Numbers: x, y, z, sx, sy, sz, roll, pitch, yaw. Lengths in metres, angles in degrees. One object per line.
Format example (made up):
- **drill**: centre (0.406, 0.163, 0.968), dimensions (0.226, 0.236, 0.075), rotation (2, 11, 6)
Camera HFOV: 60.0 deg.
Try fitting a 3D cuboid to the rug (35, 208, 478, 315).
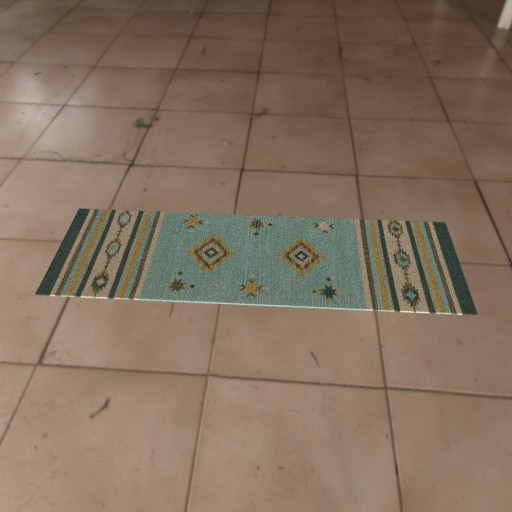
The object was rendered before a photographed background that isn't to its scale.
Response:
- **rug**: centre (0.000, 0.000, 2.697), dimensions (2.441, 0.010, 0.744), rotation (2, 46, 2)
